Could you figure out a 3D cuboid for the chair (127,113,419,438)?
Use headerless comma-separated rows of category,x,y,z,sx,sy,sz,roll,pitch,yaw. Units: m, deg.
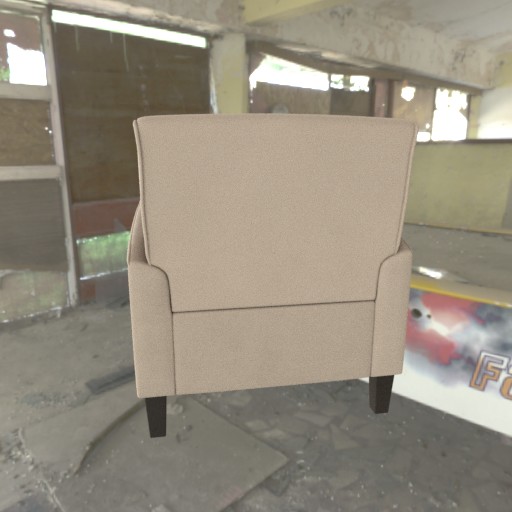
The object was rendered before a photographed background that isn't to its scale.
chair,0.000,0.000,1.580,0.820,0.915,0.820,-2,14,-10
